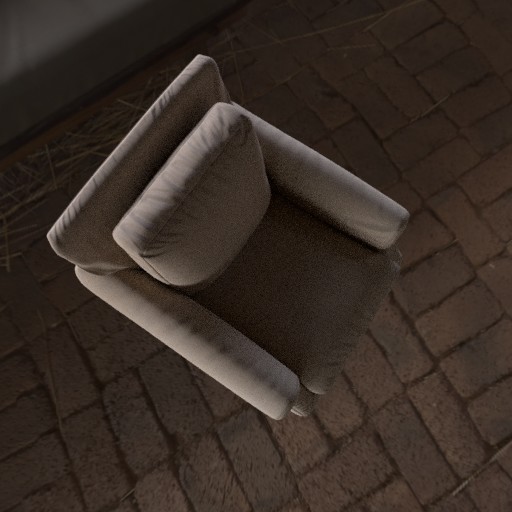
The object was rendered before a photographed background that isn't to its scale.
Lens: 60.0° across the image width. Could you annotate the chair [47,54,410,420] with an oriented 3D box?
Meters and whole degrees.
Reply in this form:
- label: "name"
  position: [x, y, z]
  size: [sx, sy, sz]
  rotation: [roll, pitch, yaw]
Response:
- label: "chair"
  position: [0.000, 0.000, 1.745]
  size: [1.066, 0.866, 0.940]
  rotation: [33, 77, 8]
